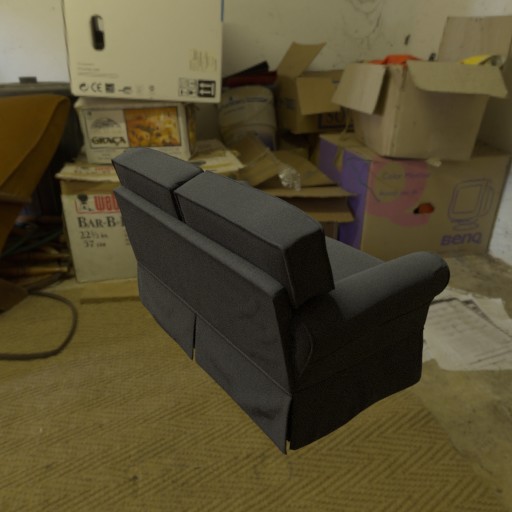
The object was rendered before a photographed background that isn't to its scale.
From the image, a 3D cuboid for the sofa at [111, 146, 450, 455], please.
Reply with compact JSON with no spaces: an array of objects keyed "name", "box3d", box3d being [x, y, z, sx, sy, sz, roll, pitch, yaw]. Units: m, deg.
[{"name":"sofa","box3d":[0.000,0.000,2.447,0.997,1.059,1.801,-17,30,-32]}]
